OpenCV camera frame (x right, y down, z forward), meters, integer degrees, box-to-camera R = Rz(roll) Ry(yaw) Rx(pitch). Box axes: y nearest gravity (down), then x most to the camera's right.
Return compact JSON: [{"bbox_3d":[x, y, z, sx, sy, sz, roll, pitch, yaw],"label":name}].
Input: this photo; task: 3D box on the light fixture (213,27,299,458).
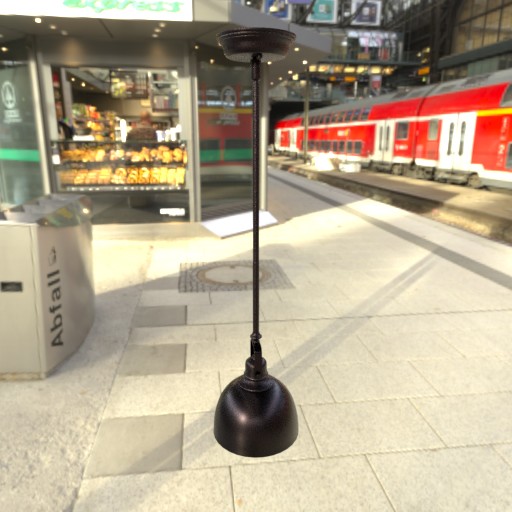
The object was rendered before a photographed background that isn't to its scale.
[{"bbox_3d":[0.000,0.000,0.850,0.182,0.768,0.182,-2,15,-9],"label":"light fixture"}]
